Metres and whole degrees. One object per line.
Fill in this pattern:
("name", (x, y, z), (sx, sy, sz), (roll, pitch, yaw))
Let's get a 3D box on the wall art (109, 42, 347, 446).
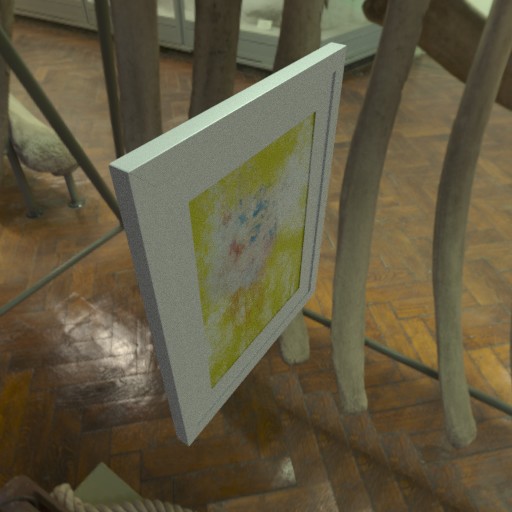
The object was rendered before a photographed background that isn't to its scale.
("wall art", (0.000, 0.000, 0.739), (0.028, 0.556, 0.454), (25, 48, 25))
